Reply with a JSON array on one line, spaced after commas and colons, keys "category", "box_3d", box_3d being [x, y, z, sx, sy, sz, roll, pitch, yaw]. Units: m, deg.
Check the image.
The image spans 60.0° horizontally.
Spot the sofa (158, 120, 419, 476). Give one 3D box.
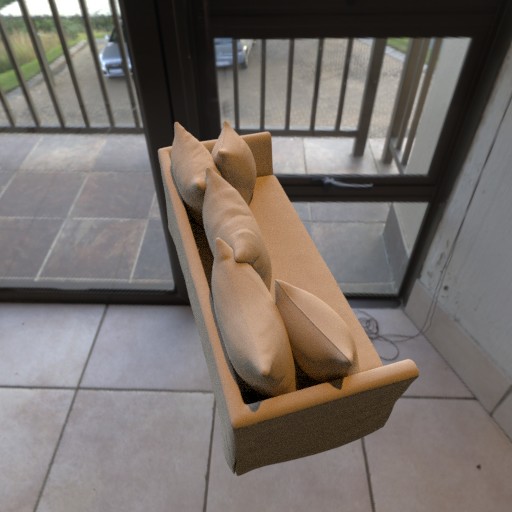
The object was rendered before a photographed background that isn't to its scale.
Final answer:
[{"category": "sofa", "box_3d": [0.000, 0.000, 3.131, 1.046, 1.047, 2.499, -12, 46, -12]}]
